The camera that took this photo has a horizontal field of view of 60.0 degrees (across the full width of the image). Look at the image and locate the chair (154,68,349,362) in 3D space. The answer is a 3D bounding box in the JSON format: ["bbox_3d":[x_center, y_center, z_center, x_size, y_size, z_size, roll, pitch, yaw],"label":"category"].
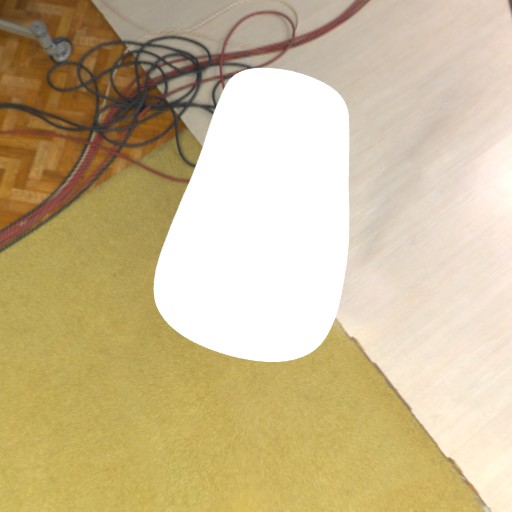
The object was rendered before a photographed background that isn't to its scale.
[{"bbox_3d":[0.000,0.000,1.179,0.470,0.826,0.533,15,76,4],"label":"chair"}]
